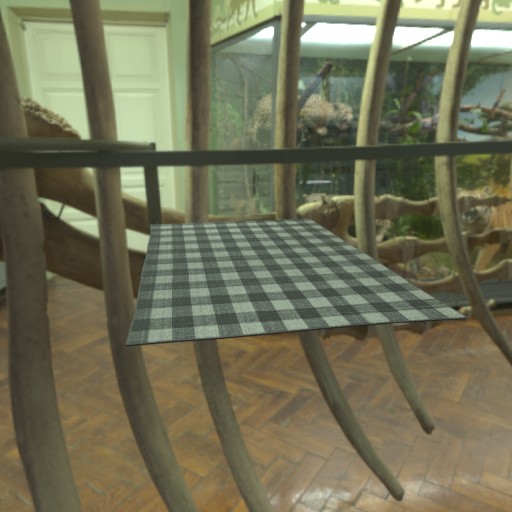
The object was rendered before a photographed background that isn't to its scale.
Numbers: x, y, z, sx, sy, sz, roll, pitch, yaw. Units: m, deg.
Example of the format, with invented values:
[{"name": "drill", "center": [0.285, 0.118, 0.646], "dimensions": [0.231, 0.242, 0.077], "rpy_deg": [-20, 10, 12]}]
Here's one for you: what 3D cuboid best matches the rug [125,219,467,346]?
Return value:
[{"name": "rug", "center": [0.000, 0.000, 3.094], "dimensions": [1.554, 0.011, 2.476], "rpy_deg": [-3, 16, -10]}]
